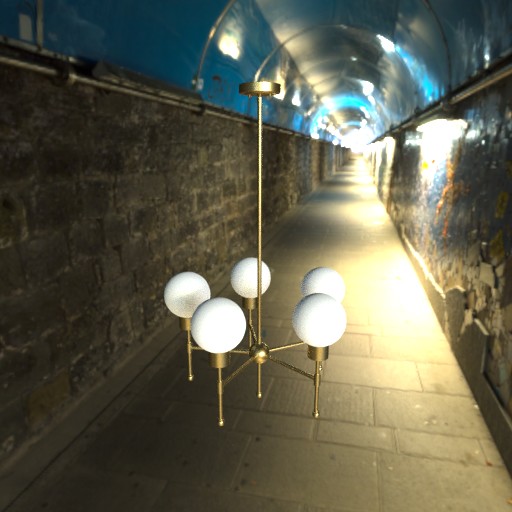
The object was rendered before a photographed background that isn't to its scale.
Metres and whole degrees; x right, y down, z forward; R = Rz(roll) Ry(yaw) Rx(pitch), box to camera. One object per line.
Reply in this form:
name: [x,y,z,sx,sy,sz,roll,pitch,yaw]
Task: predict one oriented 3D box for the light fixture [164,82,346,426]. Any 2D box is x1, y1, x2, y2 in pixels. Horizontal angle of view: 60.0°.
light fixture: [0.000,0.000,1.823,0.815,1.331,0.785,7,16,27]
